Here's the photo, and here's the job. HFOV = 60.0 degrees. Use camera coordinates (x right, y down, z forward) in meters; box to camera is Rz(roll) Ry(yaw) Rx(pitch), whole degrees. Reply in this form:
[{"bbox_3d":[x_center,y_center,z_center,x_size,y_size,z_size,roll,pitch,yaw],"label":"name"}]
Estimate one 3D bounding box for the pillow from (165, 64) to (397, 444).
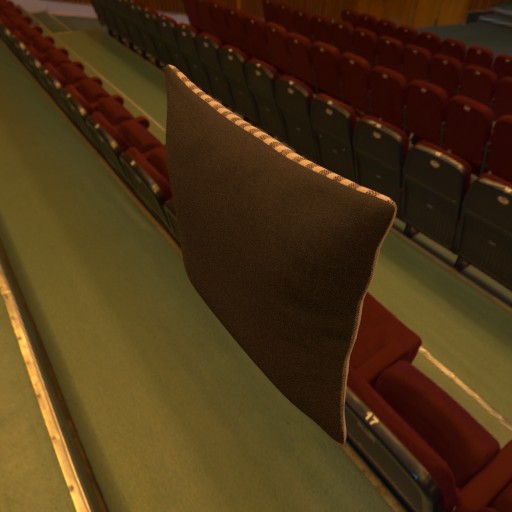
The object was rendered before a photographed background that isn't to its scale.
[{"bbox_3d":[0.000,0.000,0.768,0.166,0.506,0.523,-25,47,-25],"label":"pillow"}]
